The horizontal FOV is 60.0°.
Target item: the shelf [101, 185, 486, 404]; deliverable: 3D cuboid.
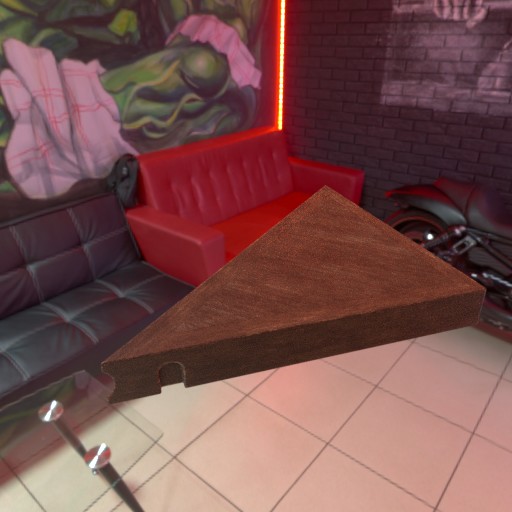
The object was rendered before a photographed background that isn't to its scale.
[{"bbox_3d":[0.000,0.000,0.448,0.296,0.035,0.296,-8,27,-16],"label":"shelf"}]
